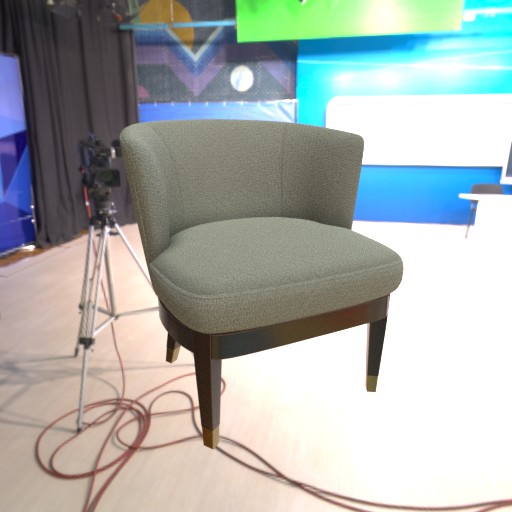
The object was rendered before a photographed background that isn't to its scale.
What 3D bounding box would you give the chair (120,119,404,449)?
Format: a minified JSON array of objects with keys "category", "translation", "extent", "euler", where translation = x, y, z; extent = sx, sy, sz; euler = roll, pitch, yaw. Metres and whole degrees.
[{"category":"chair","translation":[0.000,0.000,1.287],"extent":[0.700,0.760,0.660],"euler":[-9,19,-26]}]
